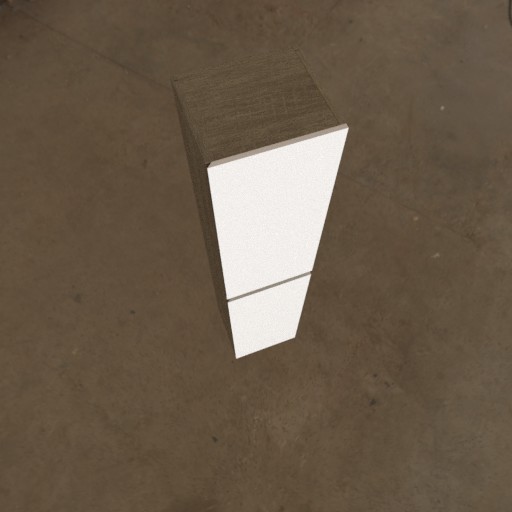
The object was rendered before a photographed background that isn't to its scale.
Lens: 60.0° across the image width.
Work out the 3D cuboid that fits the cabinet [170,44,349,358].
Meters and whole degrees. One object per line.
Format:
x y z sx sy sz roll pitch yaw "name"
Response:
0.000 0.000 1.549 0.300 1.400 0.270 -18 64 -9 "cabinet"
